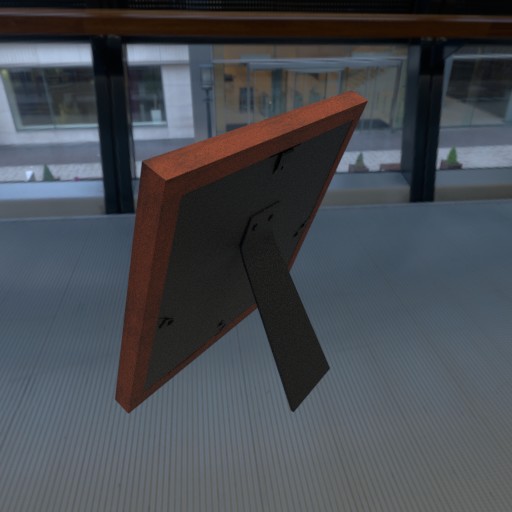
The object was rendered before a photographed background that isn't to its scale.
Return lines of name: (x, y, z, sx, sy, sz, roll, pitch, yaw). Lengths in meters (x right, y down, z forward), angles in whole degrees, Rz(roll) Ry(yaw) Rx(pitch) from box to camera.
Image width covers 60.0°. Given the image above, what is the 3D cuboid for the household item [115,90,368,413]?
household item: (0.000, 0.000, 0.381, 0.131, 0.240, 0.240, 21, 37, 31)
